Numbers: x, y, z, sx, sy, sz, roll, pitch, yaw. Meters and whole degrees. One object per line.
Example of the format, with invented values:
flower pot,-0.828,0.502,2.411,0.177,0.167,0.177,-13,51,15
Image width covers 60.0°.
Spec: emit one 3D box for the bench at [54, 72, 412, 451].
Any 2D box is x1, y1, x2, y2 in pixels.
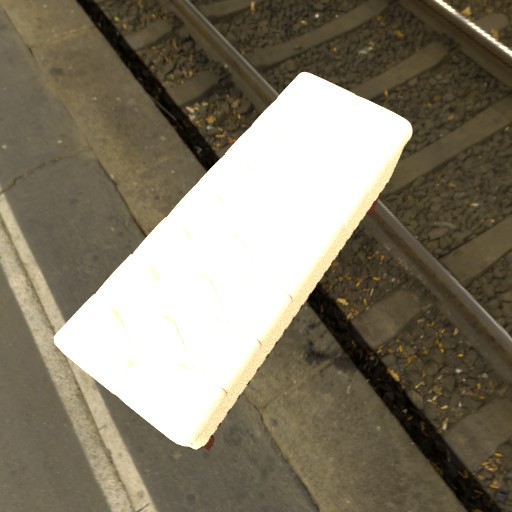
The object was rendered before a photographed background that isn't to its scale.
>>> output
bench,0.000,0.000,1.316,0.400,0.470,1.054,32,67,15
